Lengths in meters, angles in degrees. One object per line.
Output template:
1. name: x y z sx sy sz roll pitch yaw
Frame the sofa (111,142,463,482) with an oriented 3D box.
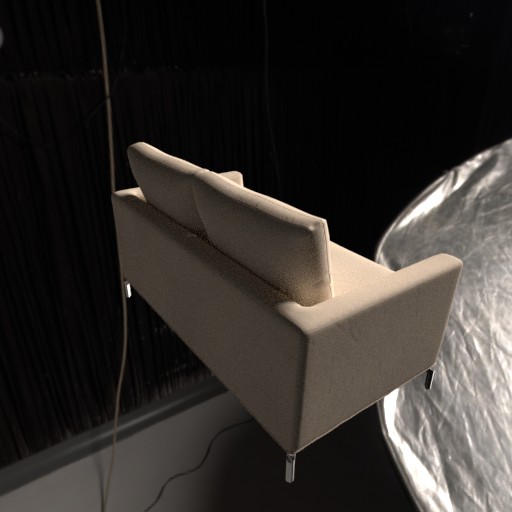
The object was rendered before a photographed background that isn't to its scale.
1. sofa: 0.000 0.000 2.315 0.906 0.995 1.739 -17 31 -32
